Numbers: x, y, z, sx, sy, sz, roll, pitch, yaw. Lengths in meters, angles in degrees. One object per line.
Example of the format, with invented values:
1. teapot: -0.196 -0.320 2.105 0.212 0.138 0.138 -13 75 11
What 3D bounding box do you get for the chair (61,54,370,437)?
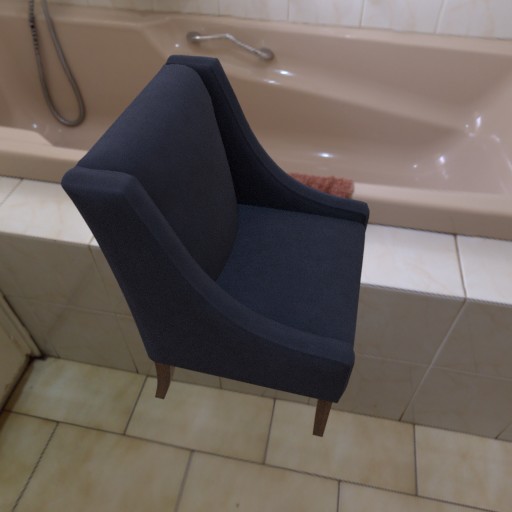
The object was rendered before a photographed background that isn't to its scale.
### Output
1. chair: 0.000 0.000 1.302 0.629 0.895 0.629 10 48 9
